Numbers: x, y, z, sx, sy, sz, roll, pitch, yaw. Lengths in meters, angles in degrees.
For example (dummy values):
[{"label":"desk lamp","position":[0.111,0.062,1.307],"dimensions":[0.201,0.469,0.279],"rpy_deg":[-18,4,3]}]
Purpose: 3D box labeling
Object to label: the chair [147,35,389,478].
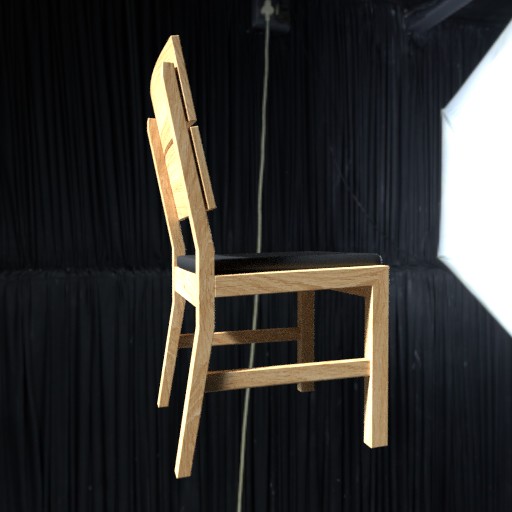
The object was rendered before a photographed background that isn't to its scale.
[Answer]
[{"label":"chair","position":[0.000,0.000,1.250],"dimensions":[0.569,0.950,0.475],"rpy_deg":[0,2,-17]}]
